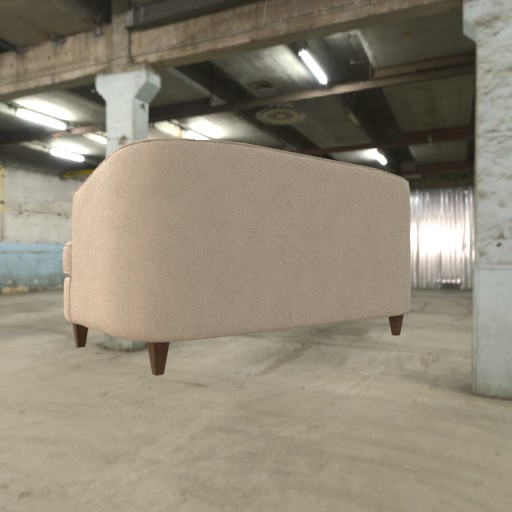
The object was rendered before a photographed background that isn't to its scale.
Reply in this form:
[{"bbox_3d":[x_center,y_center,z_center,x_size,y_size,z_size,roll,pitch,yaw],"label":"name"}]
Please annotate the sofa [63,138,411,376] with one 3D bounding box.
[{"bbox_3d":[0.000,0.000,2.327,1.731,0.878,0.940,0,-1,-37],"label":"sofa"}]
